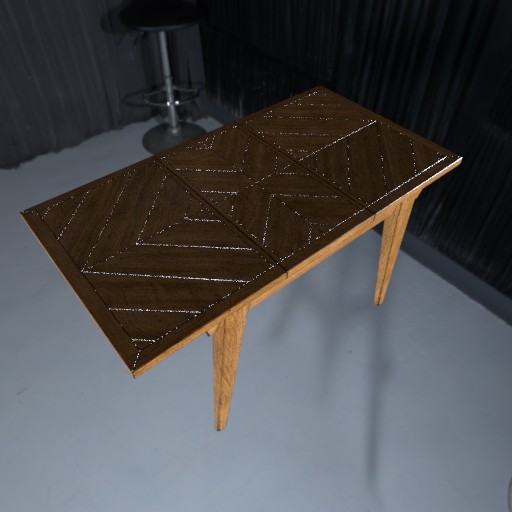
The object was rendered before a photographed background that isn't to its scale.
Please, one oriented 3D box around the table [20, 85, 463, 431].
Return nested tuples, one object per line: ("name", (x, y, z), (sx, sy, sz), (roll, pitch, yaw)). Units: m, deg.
("table", (0.000, 0.000, 1.845), (1.400, 0.760, 0.757), (-31, 54, -26))
